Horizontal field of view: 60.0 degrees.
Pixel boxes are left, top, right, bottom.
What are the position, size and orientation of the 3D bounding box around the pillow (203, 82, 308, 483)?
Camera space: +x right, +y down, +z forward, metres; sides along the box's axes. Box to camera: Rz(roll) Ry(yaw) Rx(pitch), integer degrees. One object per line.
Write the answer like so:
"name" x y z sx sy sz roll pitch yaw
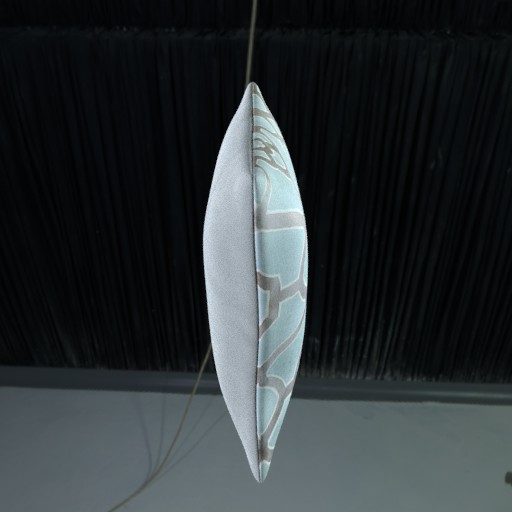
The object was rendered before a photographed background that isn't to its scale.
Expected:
"pillow" 0.000 0.000 0.804 0.166 0.508 0.552 0 31 0
